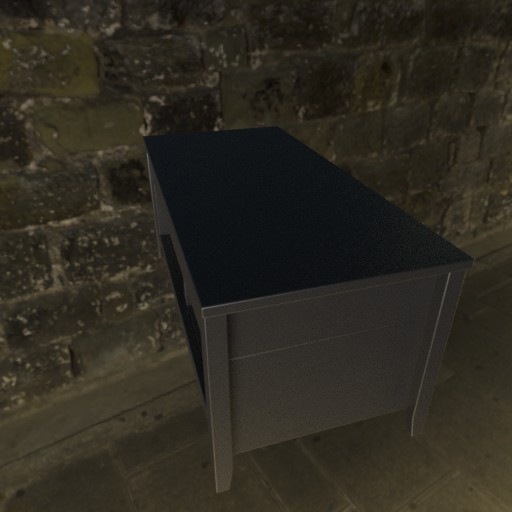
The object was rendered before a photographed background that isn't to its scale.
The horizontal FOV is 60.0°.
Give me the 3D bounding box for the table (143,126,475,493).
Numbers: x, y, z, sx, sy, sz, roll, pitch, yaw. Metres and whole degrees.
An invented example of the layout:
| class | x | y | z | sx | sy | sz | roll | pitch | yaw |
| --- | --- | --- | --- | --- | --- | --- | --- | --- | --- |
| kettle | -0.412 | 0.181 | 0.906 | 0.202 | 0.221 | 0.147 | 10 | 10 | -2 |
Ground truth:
| class | x | y | z | sx | sy | sz | roll | pitch | yaw |
| --- | --- | --- | --- | --- | --- | --- | --- | --- | --- |
| table | 0.000 | 0.000 | 1.242 | 0.483 | 0.457 | 1.016 | -9 | 31 | -15 |
